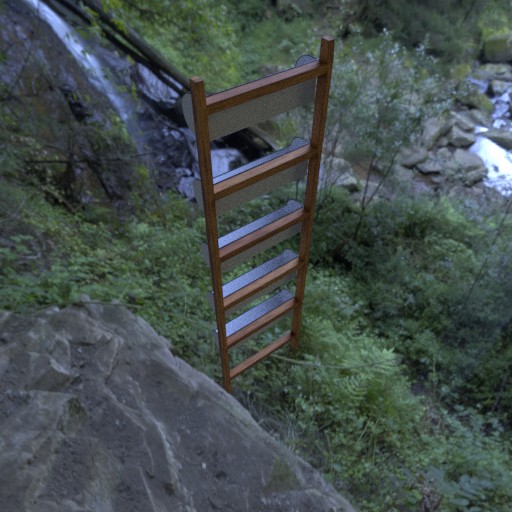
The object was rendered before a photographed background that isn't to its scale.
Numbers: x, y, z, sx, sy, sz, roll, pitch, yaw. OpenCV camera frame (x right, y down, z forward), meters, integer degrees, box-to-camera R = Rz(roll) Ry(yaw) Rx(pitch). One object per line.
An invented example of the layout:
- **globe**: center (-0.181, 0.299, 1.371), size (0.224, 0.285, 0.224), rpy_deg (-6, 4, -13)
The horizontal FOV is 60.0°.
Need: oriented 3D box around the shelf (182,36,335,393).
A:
- **shelf**: center (0.000, 0.000, 1.769), size (0.454, 1.600, 0.141), rpy_deg (-28, 53, -24)
